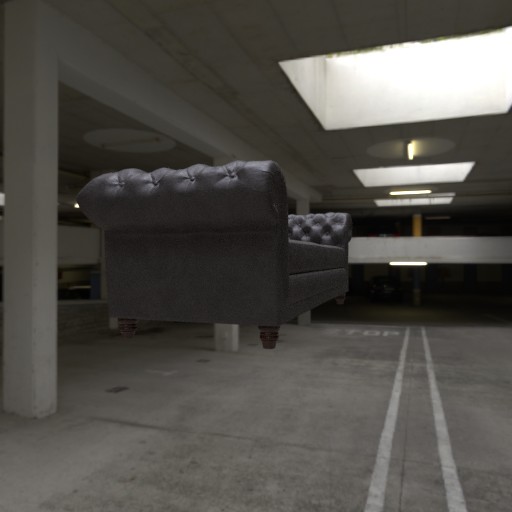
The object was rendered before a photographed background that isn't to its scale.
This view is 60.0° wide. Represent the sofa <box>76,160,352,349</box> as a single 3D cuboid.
[{"bbox_3d":[0.000,0.000,2.879,0.944,0.783,2.385,0,0,19],"label":"sofa"}]
